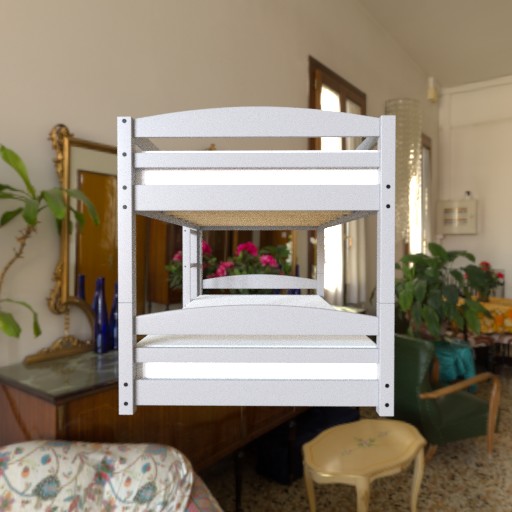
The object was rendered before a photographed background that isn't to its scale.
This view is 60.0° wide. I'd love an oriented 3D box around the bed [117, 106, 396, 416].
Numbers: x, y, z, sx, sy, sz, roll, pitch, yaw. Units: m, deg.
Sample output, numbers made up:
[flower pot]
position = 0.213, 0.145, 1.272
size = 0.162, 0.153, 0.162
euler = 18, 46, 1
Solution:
[bed]
position = 0.000, 0.000, 2.721
size = 1.105, 1.206, 2.013
euler = 0, 1, 1
